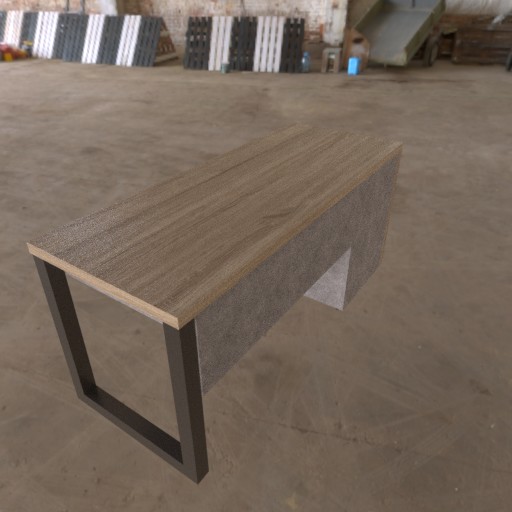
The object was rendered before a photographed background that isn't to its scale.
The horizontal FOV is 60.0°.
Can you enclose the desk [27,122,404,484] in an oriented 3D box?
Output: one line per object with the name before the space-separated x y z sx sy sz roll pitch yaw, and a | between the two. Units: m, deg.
desk | 0.000 0.000 2.079 0.690 0.760 1.700 20 37 29
